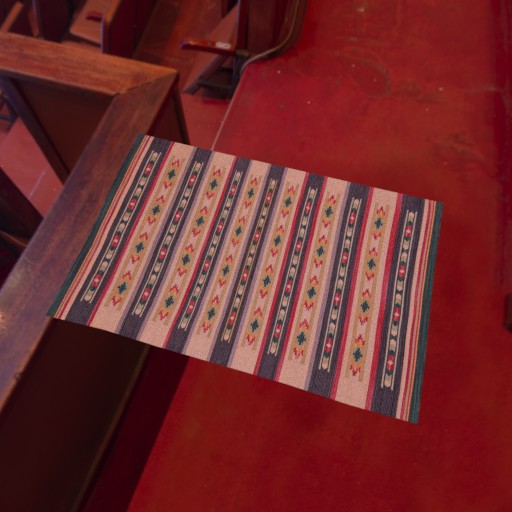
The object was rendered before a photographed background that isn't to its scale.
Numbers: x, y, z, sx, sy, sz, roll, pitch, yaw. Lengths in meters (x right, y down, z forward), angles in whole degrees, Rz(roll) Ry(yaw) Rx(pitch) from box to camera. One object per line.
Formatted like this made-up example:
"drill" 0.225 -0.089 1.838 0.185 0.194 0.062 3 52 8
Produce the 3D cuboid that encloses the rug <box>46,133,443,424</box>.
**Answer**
"rug" 0.000 0.000 2.935 2.311 0.010 1.522 14 65 7
